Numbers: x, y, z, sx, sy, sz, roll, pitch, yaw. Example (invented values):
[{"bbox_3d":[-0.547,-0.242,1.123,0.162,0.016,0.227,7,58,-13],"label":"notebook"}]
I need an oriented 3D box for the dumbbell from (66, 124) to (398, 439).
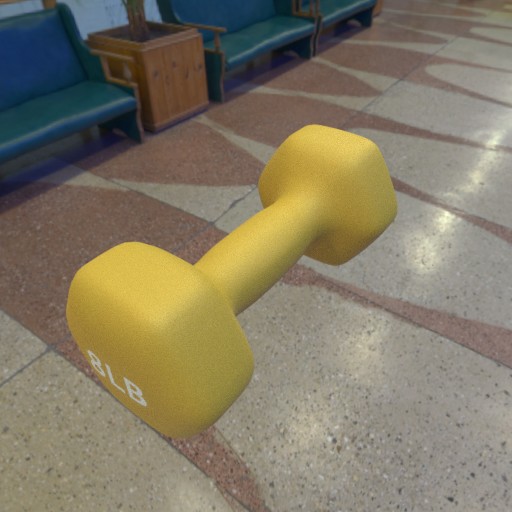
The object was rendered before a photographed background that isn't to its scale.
[{"bbox_3d":[0.000,0.000,0.235,0.090,0.082,0.190,26,47,28],"label":"dumbbell"}]
